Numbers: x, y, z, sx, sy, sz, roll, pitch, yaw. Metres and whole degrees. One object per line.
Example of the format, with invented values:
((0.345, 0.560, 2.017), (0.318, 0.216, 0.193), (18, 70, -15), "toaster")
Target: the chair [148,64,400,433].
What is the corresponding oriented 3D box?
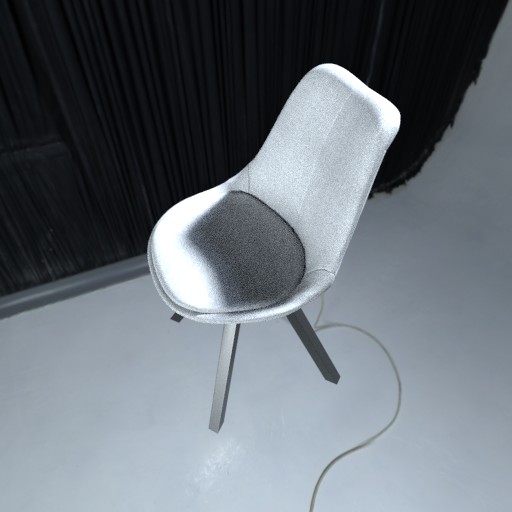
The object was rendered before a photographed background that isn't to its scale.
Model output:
((0.000, 0.000, 1.183), (0.550, 0.850, 0.485), (-17, 48, -16), "chair")
